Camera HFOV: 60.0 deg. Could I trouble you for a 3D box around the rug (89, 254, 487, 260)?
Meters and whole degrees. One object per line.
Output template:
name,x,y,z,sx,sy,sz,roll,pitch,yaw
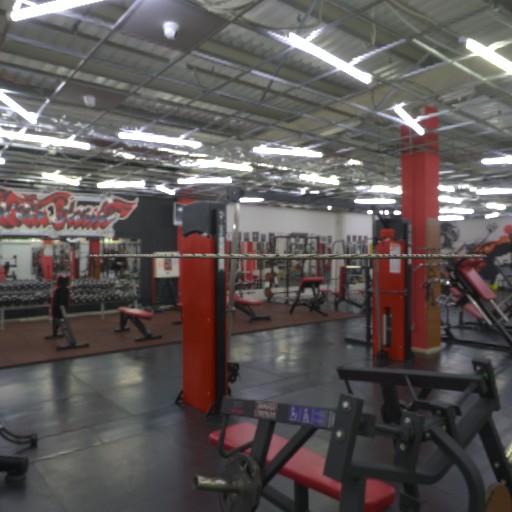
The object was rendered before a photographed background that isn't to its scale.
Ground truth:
rug,0.000,0.000,2.371,1.237,0.019,1.842,0,0,-36
